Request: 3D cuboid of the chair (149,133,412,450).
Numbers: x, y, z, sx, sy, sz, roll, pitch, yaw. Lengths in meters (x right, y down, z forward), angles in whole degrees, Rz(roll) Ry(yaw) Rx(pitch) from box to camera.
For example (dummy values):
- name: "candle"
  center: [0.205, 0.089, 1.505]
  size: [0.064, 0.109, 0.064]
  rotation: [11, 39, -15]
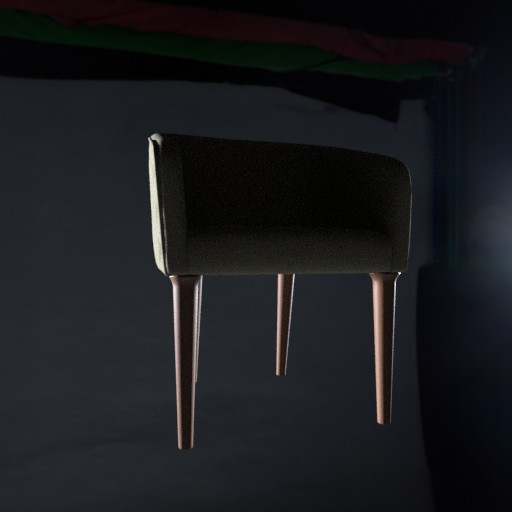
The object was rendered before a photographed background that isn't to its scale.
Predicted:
- name: "chair"
  center: [0.000, 0.000, 1.211]
  size: [0.584, 0.775, 0.616]
  rotation: [0, 0, -17]
